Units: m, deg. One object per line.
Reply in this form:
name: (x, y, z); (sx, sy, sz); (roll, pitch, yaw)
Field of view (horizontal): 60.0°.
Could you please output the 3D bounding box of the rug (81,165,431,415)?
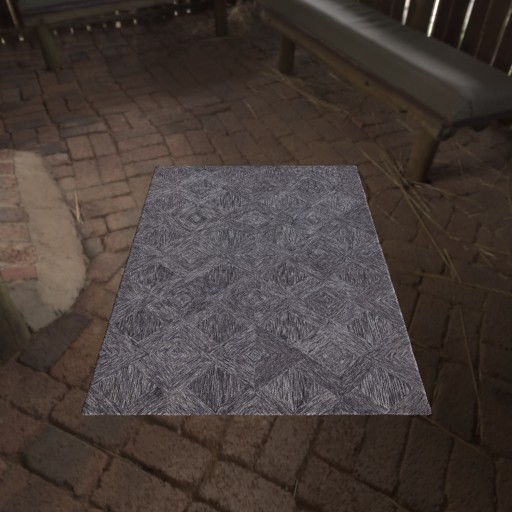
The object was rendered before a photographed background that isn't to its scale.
rug: (0.000, 0.000, 4.235); (2.448, 0.017, 3.204); (0, 43, 0)
